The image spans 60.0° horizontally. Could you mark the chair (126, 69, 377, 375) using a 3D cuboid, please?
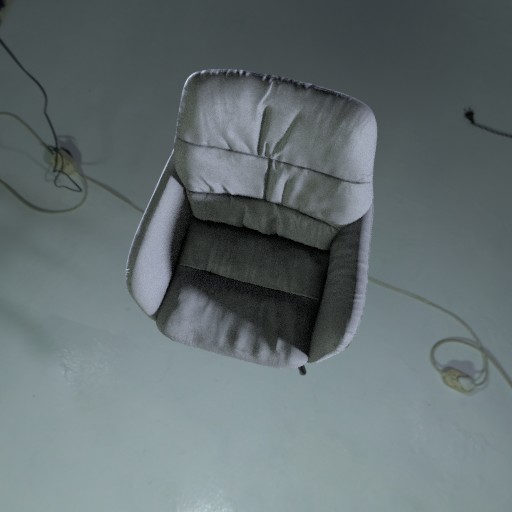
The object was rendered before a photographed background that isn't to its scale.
[{"bbox_3d":[0.000,0.000,1.237,0.579,0.888,0.569,14,75,4],"label":"chair"}]
